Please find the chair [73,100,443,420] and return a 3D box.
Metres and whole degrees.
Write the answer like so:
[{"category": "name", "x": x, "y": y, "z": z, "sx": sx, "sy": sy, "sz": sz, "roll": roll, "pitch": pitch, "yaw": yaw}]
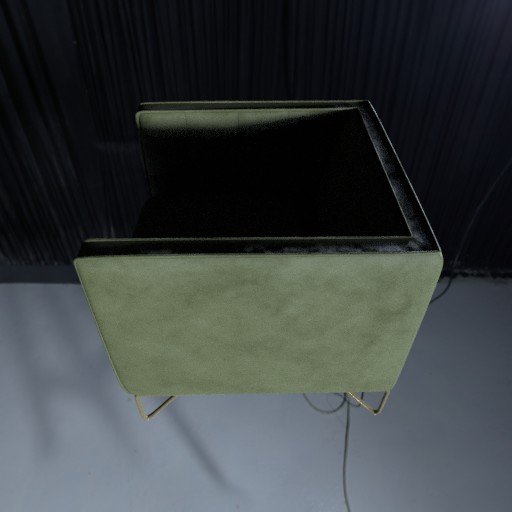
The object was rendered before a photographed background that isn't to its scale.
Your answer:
[{"category": "chair", "x": 0.000, "y": 0.000, "z": 1.591, "sx": 0.894, "sy": 0.790, "sz": 0.880, "roll": -1, "pitch": 43, "yaw": -1}]
